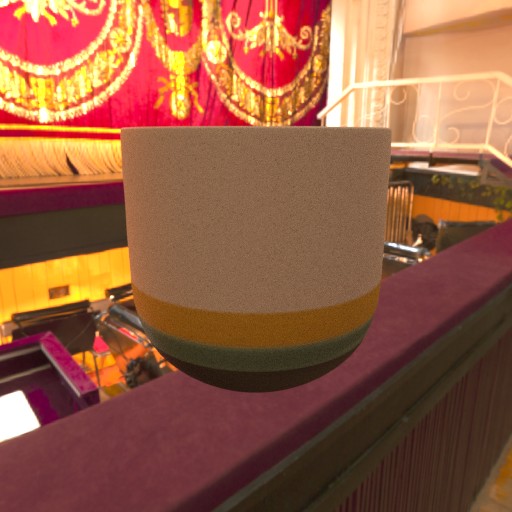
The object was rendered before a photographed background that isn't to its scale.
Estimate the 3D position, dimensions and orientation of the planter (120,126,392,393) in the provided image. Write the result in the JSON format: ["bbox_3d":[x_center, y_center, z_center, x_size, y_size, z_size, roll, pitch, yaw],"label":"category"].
[{"bbox_3d":[0.000,0.000,0.488,0.268,0.270,0.268,0,15,0],"label":"planter"}]
